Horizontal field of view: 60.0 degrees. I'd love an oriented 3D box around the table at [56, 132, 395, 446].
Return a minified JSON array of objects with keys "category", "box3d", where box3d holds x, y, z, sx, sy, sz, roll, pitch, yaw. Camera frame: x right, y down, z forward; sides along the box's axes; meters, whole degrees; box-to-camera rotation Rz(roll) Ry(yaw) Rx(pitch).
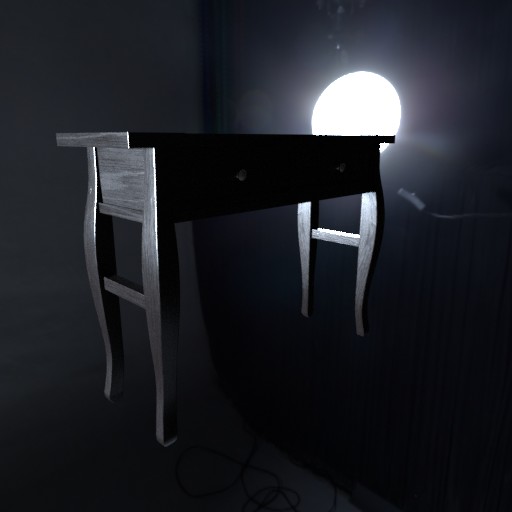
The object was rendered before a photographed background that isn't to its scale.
[{"category":"table","box3d":[0.000,0.000,1.449,1.062,0.768,0.373,-14,21,-43]}]
